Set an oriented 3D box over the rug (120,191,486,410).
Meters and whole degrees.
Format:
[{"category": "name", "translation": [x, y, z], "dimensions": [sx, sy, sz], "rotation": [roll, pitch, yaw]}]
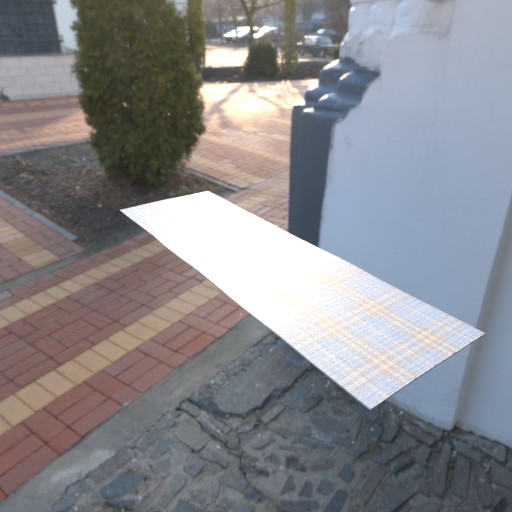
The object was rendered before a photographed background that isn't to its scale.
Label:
[{"category": "rug", "translation": [0.000, 0.000, 2.657], "dimensions": [0.762, 0.013, 2.439], "rotation": [-18, 32, -32]}]
